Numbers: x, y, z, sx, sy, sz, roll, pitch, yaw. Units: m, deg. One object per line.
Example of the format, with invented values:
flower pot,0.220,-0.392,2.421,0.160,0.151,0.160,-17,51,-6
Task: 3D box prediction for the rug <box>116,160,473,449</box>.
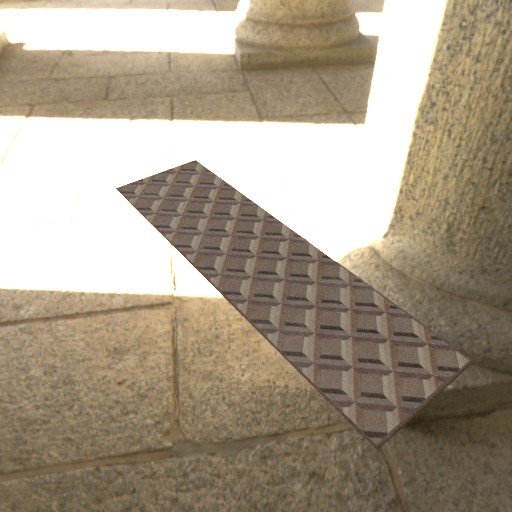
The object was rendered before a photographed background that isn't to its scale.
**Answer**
rug,0.000,0.000,2.636,0.685,0.013,2.437,-27,48,-28
